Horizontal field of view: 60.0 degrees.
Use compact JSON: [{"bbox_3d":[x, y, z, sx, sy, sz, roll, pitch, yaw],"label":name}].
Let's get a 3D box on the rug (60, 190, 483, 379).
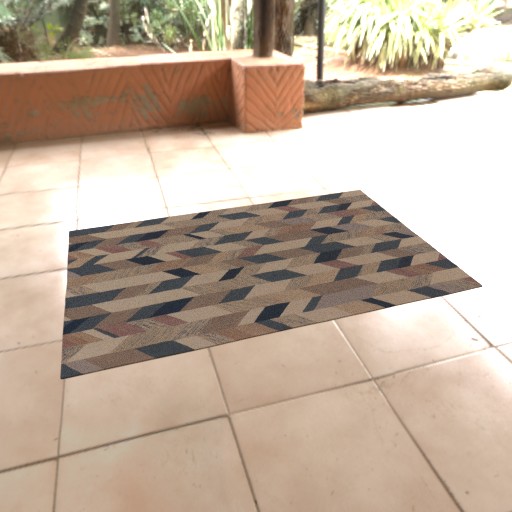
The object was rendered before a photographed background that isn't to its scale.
[{"bbox_3d":[0.000,0.000,2.990,2.423,0.008,1.513,-10,34,-15],"label":"rug"}]
